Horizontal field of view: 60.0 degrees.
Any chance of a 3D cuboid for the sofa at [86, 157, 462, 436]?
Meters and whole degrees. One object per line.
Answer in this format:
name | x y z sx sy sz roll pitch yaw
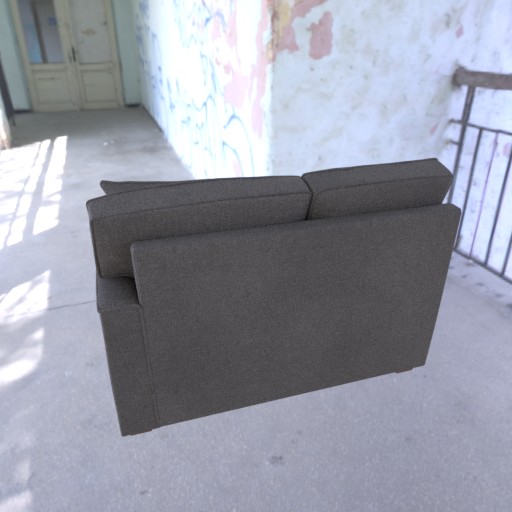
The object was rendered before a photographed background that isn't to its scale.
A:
sofa | 0.000 0.000 2.068 1.388 0.989 0.991 -8 28 -15
